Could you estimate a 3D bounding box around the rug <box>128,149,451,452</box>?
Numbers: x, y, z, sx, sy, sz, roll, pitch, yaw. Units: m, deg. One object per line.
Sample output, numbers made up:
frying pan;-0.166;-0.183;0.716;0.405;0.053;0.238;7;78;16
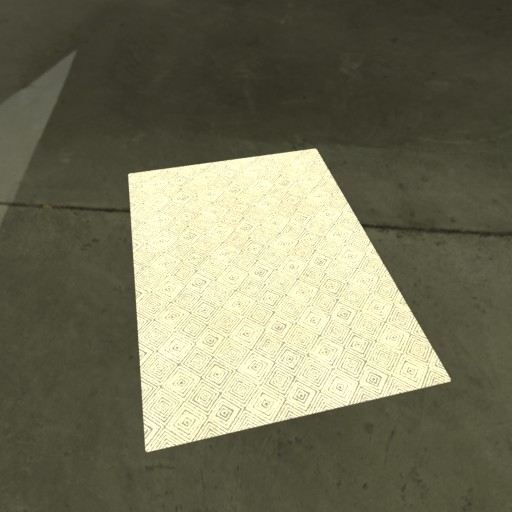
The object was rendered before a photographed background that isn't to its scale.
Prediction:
rug;0.000;0.000;2.959;1.593;0.008;2.238;-10;47;-9
